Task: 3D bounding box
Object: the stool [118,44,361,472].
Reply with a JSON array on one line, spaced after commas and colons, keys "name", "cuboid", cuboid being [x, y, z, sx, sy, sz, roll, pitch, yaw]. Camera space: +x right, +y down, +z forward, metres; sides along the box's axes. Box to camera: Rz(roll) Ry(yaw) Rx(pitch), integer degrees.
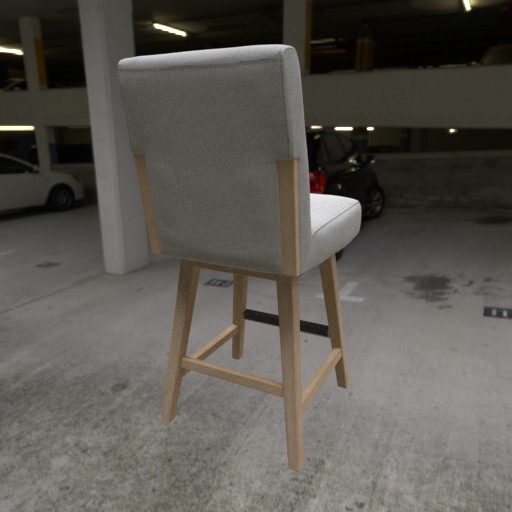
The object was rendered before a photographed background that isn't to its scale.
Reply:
[{"name": "stool", "cuboid": [0.000, 0.000, 1.357, 0.507, 1.085, 0.606, 8, 18, 26]}]
